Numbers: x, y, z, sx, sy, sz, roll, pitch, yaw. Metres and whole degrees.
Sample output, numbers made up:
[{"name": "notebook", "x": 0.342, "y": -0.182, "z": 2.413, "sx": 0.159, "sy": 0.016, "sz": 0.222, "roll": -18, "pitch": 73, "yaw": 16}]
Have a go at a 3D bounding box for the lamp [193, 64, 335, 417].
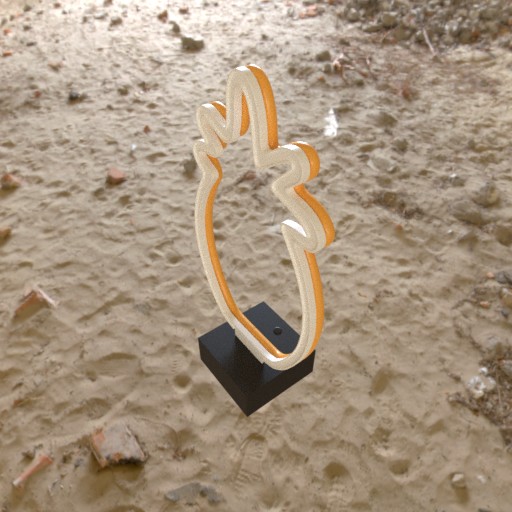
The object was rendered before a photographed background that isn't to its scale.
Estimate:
[{"name": "lamp", "x": 0.000, "y": 0.000, "z": 0.384, "sx": 0.088, "sy": 0.317, "sz": 0.167, "roll": -26, "pitch": 47, "yaw": -27}]
